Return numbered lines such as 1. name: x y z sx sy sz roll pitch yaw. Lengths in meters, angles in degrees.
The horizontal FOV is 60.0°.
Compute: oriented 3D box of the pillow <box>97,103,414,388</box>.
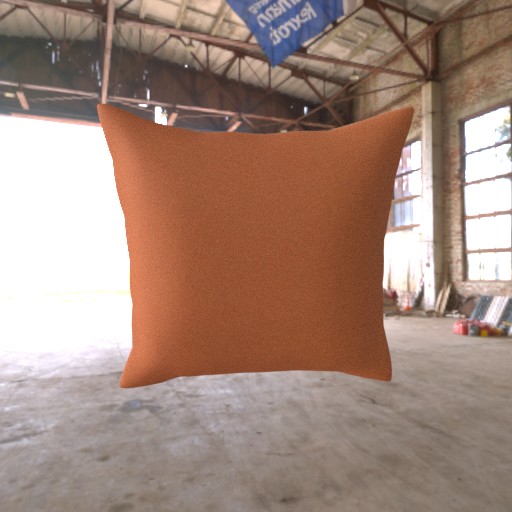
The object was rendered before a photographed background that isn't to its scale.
1. pillow: 0.000 0.000 0.684 0.453 0.430 0.200 0 -2 -1
